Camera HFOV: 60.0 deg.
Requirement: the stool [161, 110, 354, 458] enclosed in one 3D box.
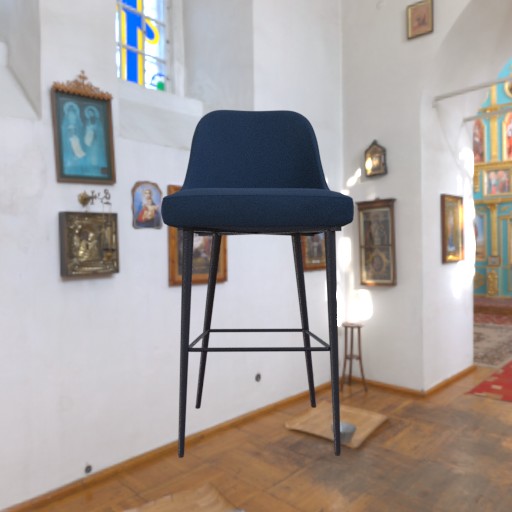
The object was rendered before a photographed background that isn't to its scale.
[{"bbox_3d":[0.000,0.000,1.405,0.527,1.079,0.489,0,0,-2],"label":"stool"}]
